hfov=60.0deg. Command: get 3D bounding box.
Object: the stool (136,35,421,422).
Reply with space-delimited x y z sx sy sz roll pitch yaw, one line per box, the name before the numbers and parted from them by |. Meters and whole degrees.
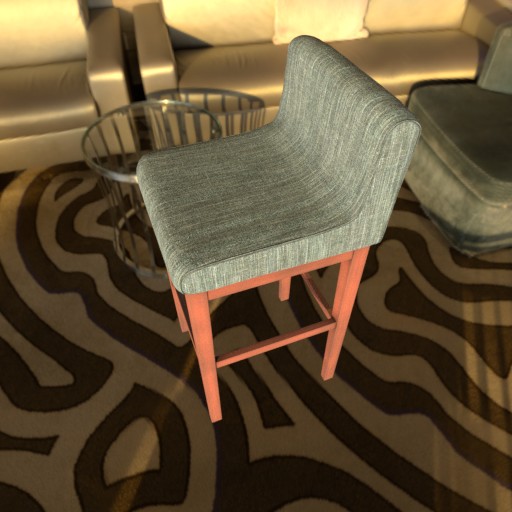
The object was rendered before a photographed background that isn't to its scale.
stool | 0.000 0.000 1.203 0.499 0.965 0.426 -16 49 -15
